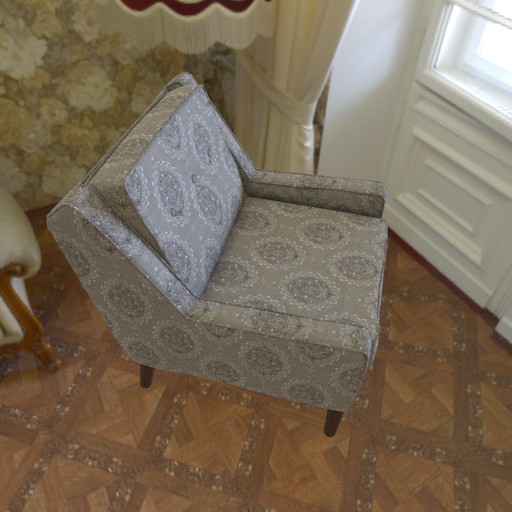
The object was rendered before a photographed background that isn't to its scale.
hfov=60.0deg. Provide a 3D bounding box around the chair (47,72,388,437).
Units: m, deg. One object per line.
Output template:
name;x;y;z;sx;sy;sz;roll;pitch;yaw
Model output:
chair;0.000;0.000;1.312;0.750;0.797;0.665;11;47;10
